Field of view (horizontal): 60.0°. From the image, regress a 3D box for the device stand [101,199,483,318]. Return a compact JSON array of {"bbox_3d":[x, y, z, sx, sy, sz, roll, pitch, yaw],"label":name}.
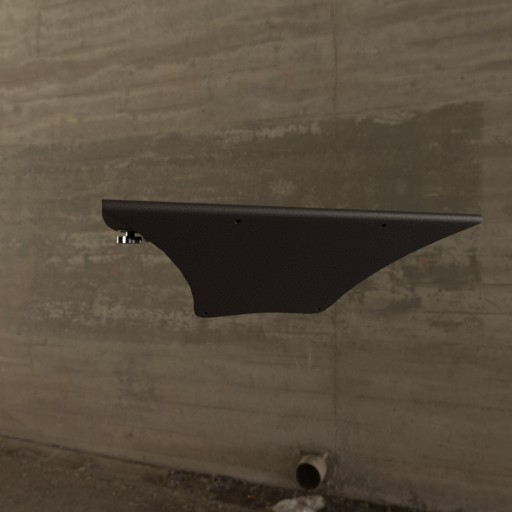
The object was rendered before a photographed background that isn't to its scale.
[{"bbox_3d":[0.000,0.000,0.355,0.230,0.092,0.230,0,-1,-18],"label":"device stand"}]
